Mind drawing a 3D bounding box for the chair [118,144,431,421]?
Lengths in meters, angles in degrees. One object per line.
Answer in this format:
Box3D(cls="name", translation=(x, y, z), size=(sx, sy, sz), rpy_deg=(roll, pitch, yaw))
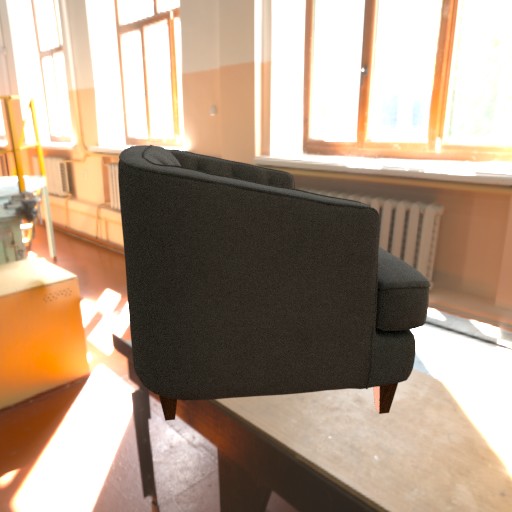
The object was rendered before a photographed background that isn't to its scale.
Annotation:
Box3D(cls="chair", translation=(0.000, 0.000, 1.764), size=(0.941, 0.852, 1.104), rpy_deg=(-3, 16, -9))
